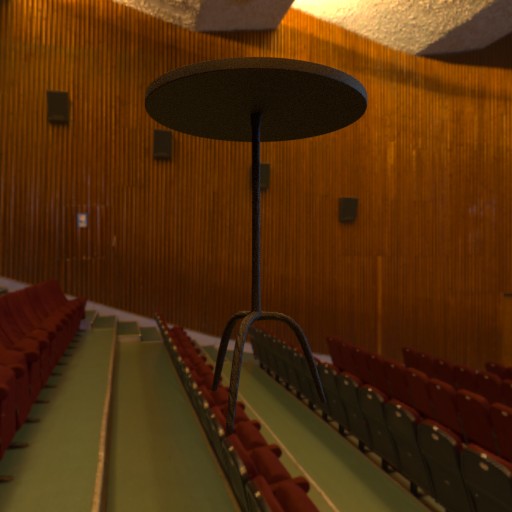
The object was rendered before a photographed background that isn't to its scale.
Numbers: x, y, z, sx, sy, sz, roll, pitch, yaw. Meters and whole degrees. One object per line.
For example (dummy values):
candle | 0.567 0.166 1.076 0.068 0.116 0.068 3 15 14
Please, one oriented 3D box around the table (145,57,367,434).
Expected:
table | 0.000 0.000 1.030 0.502 0.700 0.502 0 0 -17
